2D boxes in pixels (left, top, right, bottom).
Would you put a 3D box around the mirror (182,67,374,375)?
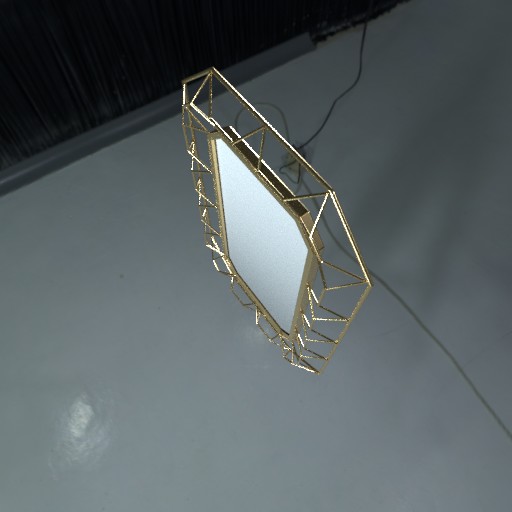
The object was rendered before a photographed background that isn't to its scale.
[{"bbox_3d":[0.000,0.000,1.084,0.051,0.870,0.572,-33,67,-16],"label":"mirror"}]
